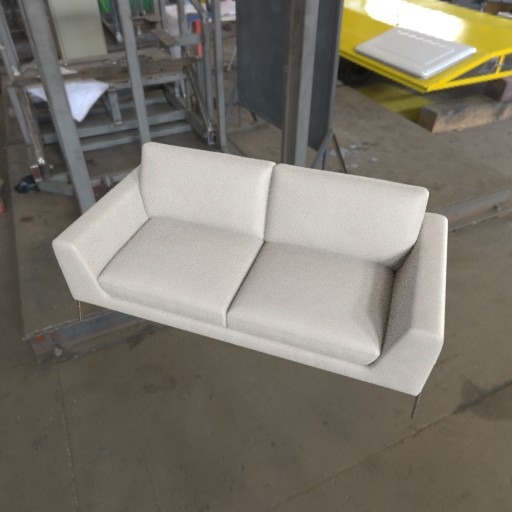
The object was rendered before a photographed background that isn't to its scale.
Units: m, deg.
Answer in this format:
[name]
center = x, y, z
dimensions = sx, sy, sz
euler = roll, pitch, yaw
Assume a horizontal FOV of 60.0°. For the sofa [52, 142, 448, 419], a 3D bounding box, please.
[sofa]
center = 0.000, 0.000, 2.547
dimensions = 2.017, 0.875, 0.953
euler = 13, 42, 15
